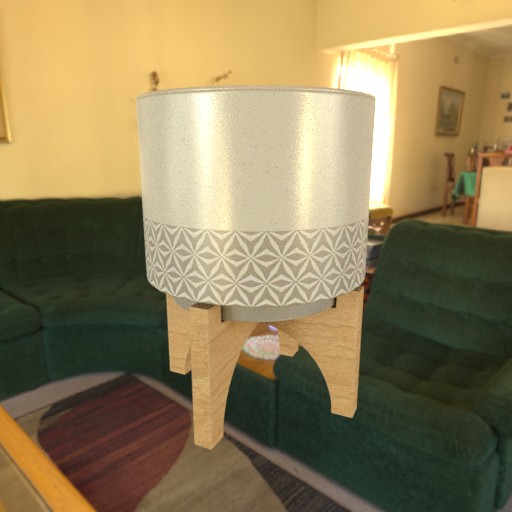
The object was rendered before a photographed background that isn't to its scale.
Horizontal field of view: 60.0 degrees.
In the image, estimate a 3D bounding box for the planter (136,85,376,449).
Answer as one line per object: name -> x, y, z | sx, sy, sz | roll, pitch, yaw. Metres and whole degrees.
planter -> 0.000, 0.000, 0.515 | 0.249, 0.343, 0.249 | 0, 14, 0
